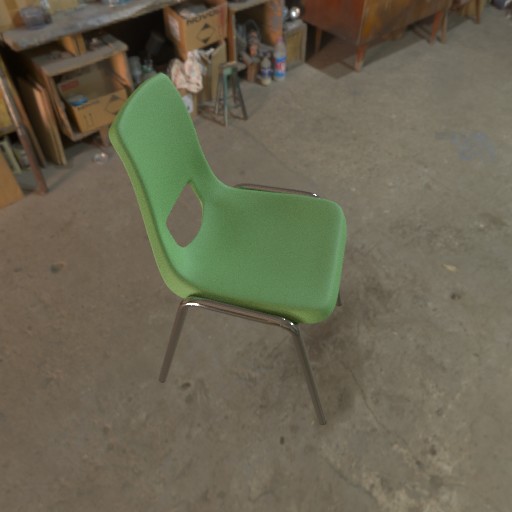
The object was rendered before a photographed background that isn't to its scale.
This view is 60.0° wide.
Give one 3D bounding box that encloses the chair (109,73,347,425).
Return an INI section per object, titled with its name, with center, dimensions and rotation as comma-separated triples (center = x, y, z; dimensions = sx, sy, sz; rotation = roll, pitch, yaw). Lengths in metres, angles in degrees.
[chair]
center = 0.000, 0.000, 0.966
dimensions = 0.436, 0.704, 0.381
rotation = 10, 48, 9
